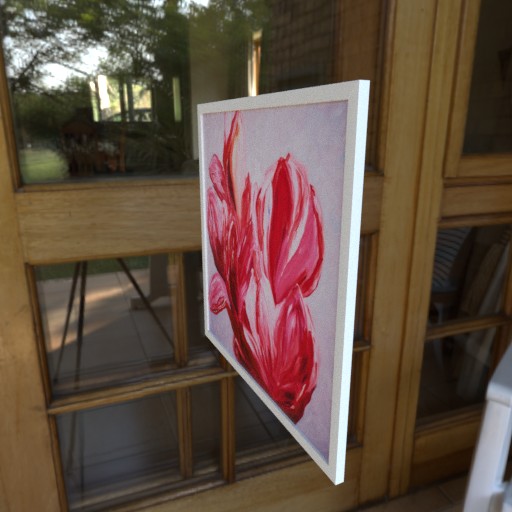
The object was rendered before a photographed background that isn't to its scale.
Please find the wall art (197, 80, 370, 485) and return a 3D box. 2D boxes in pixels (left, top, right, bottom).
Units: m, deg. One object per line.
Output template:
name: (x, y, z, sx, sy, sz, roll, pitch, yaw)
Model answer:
wall art: (0.000, 0.000, 1.182, 0.022, 0.803, 0.805, -8, 18, -25)
